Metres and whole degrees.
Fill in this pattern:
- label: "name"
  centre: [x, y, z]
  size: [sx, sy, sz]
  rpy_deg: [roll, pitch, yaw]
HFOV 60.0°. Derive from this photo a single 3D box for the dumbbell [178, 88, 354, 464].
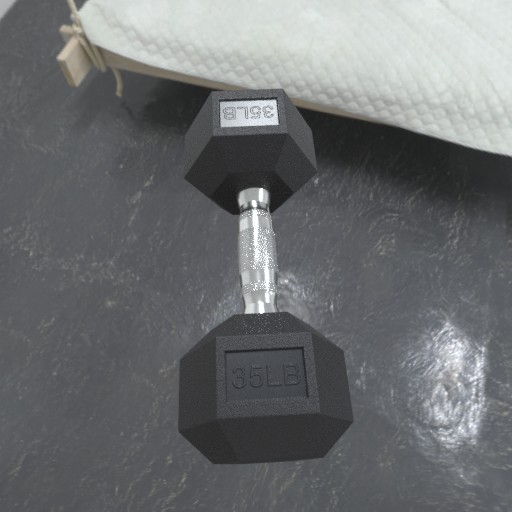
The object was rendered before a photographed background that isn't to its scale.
- label: "dumbbell"
  centre: [0.000, 0.000, 0.424]
  size: [0.141, 0.123, 0.356]
  rpy_deg: [-3, 63, -1]
